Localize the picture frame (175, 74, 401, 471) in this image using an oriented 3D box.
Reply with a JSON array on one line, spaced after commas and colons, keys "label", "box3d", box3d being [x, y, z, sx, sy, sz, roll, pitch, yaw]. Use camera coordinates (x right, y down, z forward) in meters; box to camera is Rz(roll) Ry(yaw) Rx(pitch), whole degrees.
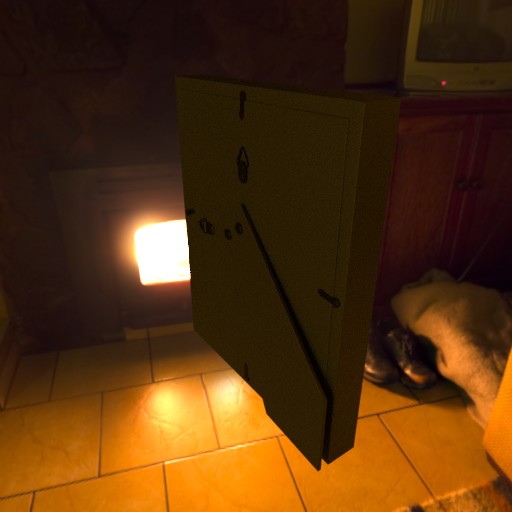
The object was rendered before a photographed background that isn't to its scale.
[{"label": "picture frame", "box3d": [0.000, 0.000, 0.392, 0.042, 0.284, 0.232, -17, 31, -31]}]
